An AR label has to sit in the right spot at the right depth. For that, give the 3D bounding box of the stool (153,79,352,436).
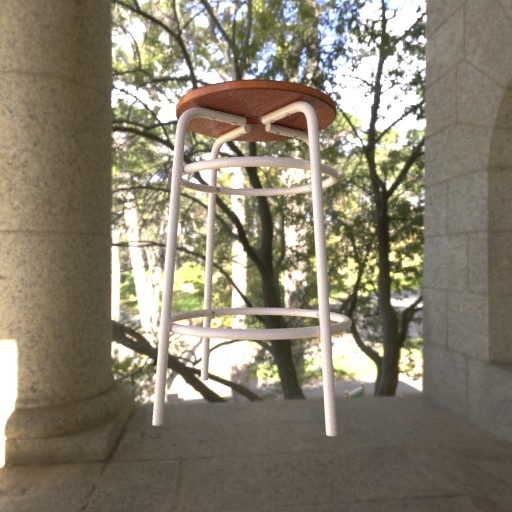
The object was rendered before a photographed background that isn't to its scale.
[{"bbox_3d":[0.000,0.000,0.932,0.455,0.610,0.455,1,-1,-36],"label":"stool"}]
